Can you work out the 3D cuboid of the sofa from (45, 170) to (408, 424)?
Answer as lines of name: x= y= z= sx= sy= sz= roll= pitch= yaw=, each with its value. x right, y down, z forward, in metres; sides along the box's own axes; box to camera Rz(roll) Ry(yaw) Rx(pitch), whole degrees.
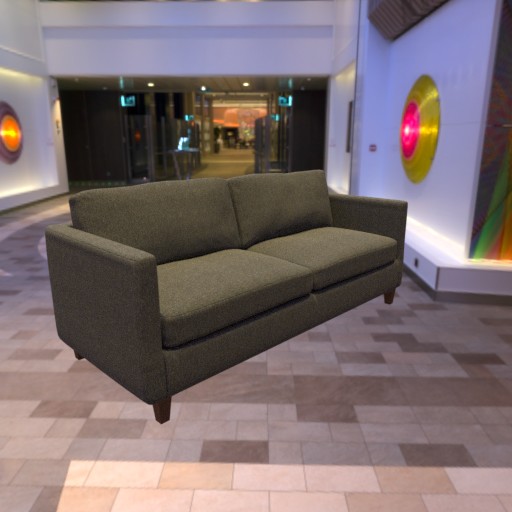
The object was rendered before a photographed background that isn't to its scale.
sofa: x=0.000 y=0.000 z=2.783 sx=0.948 sy=0.965 sz=2.208 roll=14 pitch=21 yaw=43
